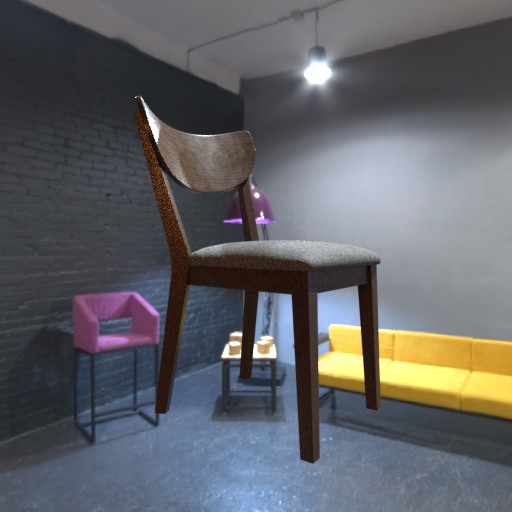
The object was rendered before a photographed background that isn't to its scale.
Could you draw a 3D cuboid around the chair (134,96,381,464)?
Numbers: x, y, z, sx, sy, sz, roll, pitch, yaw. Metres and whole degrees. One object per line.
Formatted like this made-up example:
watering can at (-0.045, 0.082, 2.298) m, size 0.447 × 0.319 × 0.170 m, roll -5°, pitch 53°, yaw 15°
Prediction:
chair at (0.000, 0.000, 1.241) m, size 0.583 × 0.849 × 0.491 m, roll 1°, pitch 2°, yaw 36°
